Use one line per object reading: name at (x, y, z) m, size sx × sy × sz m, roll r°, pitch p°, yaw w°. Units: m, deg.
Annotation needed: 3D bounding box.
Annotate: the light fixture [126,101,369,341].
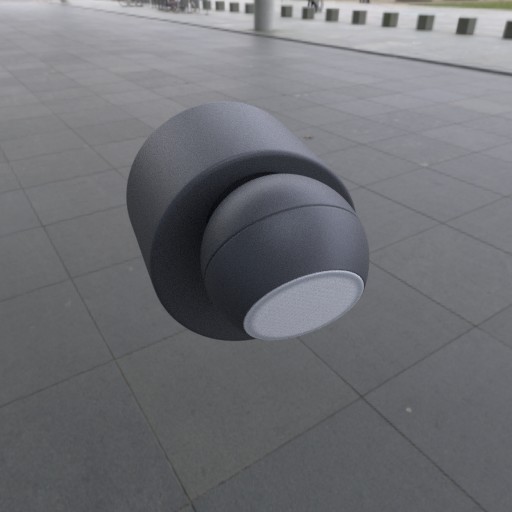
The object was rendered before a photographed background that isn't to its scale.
light fixture at (0.000, 0.000, 0.261) m, size 0.134 × 0.143 × 0.160 m, roll -10°, pitch 33°, yaw -16°
